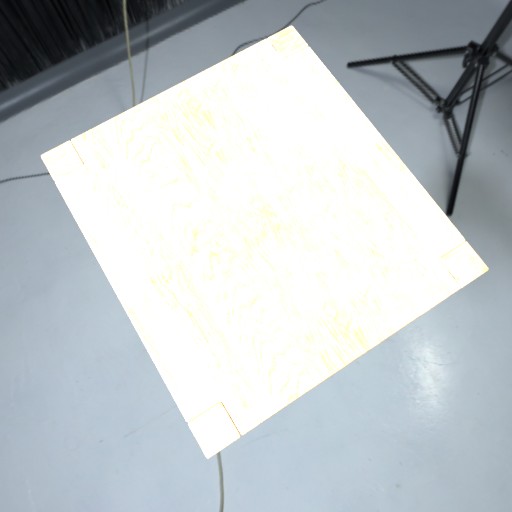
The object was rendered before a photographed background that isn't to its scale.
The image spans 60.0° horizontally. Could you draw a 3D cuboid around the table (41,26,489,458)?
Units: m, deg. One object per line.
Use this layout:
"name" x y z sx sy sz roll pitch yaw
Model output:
"table" 0.000 0.000 0.834 0.440 0.450 0.480 -31 76 -9
